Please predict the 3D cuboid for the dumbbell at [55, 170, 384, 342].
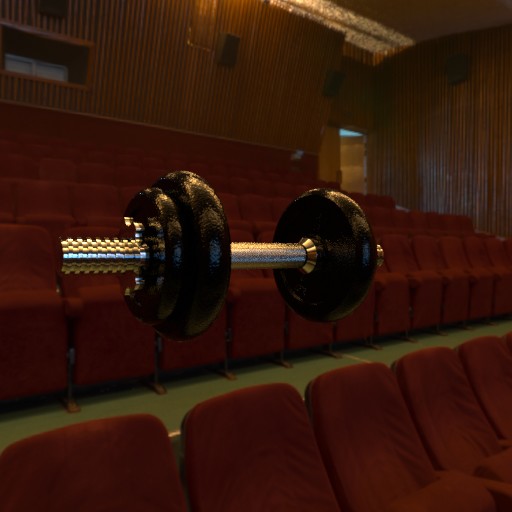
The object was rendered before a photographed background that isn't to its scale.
[{"bbox_3d":[0.000,0.000,0.597,0.497,0.202,0.202,0,0,-36],"label":"dumbbell"}]
